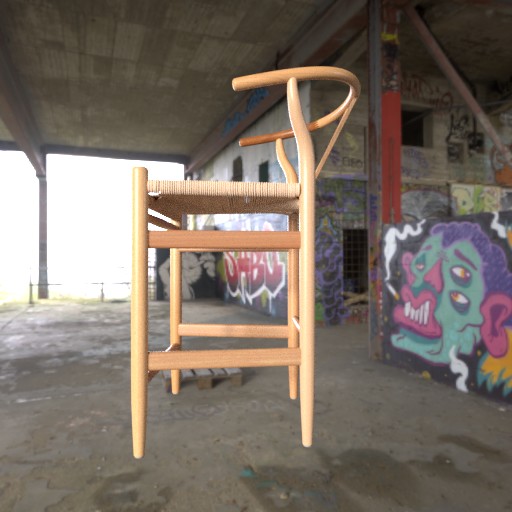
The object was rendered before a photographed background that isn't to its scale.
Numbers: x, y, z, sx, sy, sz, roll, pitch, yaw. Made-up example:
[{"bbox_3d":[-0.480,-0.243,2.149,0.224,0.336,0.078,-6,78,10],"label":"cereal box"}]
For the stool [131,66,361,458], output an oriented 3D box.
[{"bbox_3d":[0.000,0.000,1.260,0.575,0.923,0.536,0,0,0],"label":"stool"}]
